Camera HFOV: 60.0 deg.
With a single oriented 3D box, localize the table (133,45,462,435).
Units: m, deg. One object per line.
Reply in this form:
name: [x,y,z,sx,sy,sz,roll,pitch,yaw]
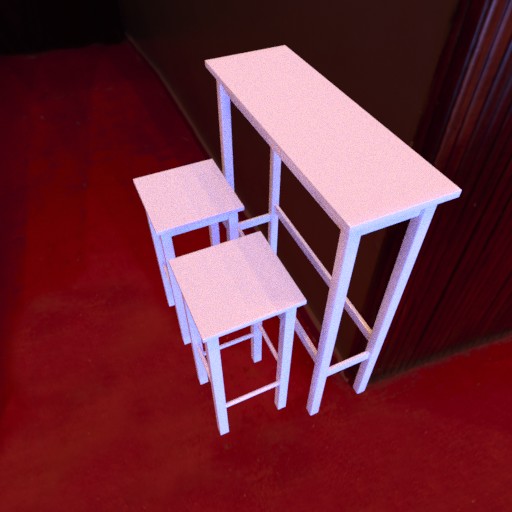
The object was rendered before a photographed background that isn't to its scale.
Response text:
table: [0.000,0.000,1.624,0.650,1.065,0.915,-18,50,-16]
